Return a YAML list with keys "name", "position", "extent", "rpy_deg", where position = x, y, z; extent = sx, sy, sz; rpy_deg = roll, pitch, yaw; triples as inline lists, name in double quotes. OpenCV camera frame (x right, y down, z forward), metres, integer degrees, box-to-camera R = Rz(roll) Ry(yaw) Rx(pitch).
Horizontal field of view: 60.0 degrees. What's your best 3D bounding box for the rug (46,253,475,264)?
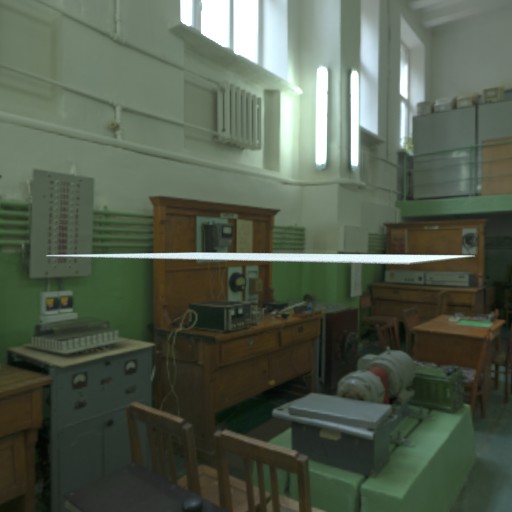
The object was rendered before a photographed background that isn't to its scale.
- name: "rug"
  position: [0.000, 0.000, 2.963]
  extent: [2.440, 0.008, 1.524]
  rpy_deg: [1, 1, 35]
